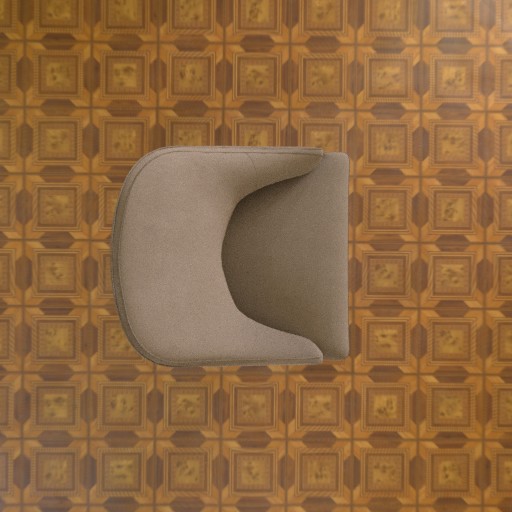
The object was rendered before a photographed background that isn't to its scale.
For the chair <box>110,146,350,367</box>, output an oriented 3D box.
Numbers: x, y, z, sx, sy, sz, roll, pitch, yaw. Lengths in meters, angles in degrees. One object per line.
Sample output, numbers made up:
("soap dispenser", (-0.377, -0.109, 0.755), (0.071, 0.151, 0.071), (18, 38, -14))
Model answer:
("chair", (0.000, 0.000, 1.289), (0.575, 0.889, 0.643), (0, 90, 0))
